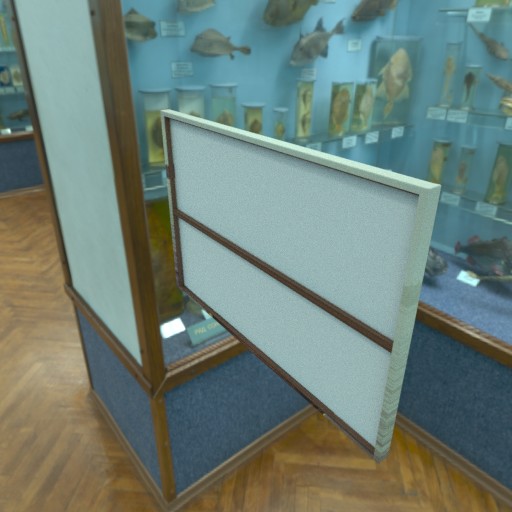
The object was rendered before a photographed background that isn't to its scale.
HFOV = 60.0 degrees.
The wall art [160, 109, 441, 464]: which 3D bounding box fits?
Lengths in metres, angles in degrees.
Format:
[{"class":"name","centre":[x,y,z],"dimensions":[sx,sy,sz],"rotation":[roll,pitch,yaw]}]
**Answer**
[{"class":"wall art","centre":[0.000,0.000,1.428],"dimensions":[0.040,0.765,1.149],"rotation":[-19,32,-32]}]
